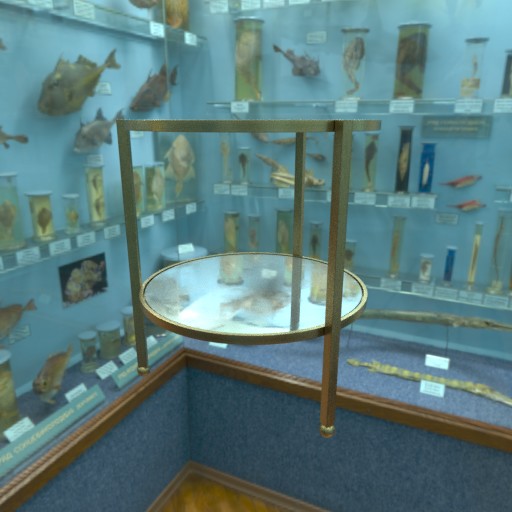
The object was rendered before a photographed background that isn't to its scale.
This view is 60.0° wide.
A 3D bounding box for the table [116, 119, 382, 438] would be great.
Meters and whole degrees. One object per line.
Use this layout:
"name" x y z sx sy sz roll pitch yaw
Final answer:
"table" 0.000 0.000 0.458 0.231 0.269 0.243 9 19 26
